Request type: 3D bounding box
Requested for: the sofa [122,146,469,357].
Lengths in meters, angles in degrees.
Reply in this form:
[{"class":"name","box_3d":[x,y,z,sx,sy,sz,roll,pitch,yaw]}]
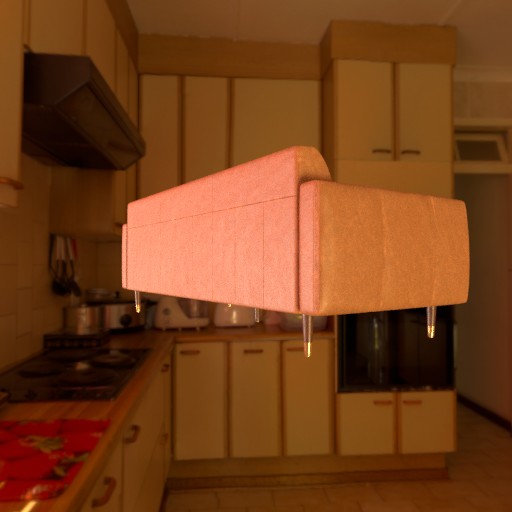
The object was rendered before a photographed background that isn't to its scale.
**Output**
[{"class":"sofa","box_3d":[0.000,0.000,2.762,0.990,0.821,2.291,1,-1,-34]}]
